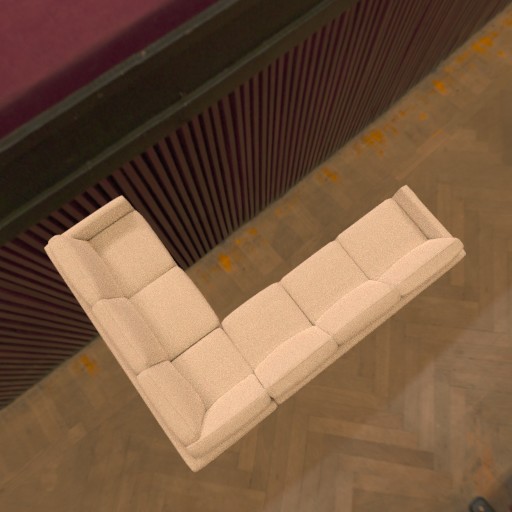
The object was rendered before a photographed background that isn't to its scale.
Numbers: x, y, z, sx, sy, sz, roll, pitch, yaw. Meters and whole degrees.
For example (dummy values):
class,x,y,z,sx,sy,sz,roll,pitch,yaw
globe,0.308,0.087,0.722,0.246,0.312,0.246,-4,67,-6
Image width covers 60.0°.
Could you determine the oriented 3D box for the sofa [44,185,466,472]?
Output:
class,x,y,z,sx,sy,sz,roll,pitch,yaw
sofa,0.000,0.000,4.537,3.302,0.947,2.593,-36,79,-8
